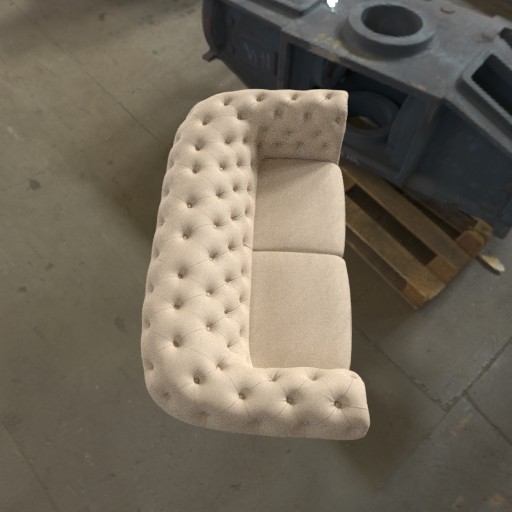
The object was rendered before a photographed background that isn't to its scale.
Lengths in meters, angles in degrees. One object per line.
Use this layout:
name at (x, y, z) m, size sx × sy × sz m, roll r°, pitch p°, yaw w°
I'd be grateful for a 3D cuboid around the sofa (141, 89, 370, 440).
sofa at (0.000, 0.000, 2.577) m, size 1.069 × 0.835 × 1.988 m, roll 2°, pitch 63°, yaw 1°
